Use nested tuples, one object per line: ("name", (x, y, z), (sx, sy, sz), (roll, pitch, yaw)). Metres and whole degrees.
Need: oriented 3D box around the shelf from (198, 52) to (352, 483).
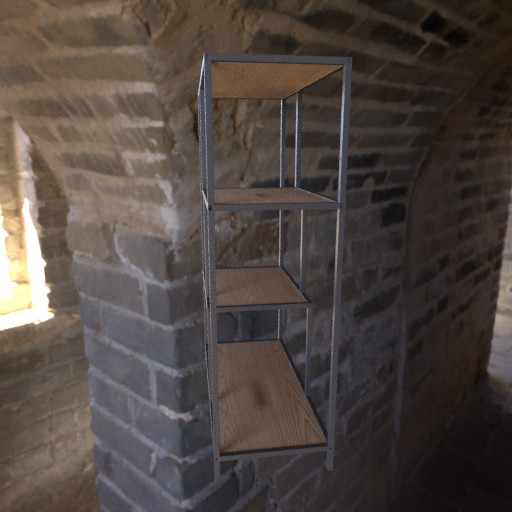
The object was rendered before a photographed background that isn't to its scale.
("shelf", (0.000, 0.000, 1.528), (0.350, 1.138, 0.770), (-2, 14, -8))
